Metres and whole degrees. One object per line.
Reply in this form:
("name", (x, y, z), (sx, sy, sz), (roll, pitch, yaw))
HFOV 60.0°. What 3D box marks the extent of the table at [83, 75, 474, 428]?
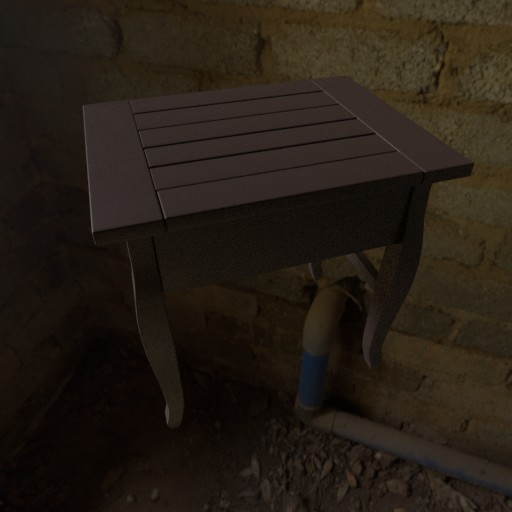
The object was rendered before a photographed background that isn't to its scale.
("table", (0.000, 0.000, 1.012), (0.602, 0.605, 0.460), (-12, 41, -14))
